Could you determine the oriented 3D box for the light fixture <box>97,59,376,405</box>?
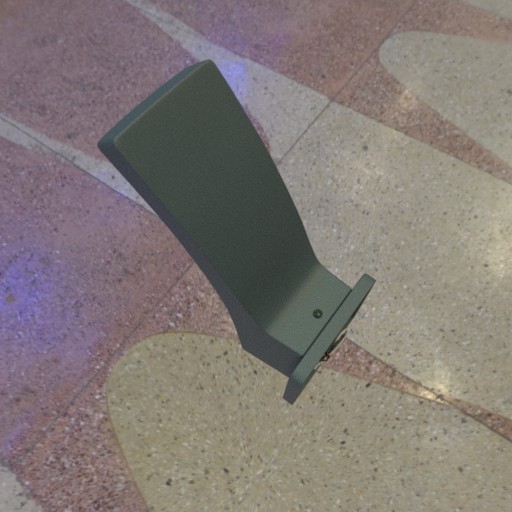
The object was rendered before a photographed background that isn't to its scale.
[{"bbox_3d":[0.000,0.000,0.339,0.174,0.243,0.108,35,68,16],"label":"light fixture"}]
